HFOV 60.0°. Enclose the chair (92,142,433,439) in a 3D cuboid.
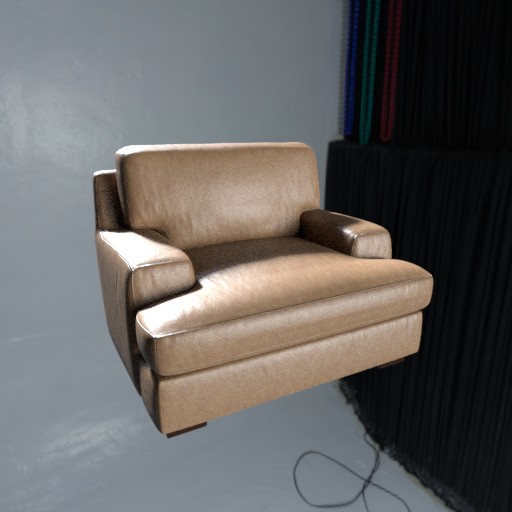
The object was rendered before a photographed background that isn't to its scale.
[{"bbox_3d":[0.000,0.000,2.019,1.276,0.978,1.050,-9,18,-27],"label":"chair"}]
